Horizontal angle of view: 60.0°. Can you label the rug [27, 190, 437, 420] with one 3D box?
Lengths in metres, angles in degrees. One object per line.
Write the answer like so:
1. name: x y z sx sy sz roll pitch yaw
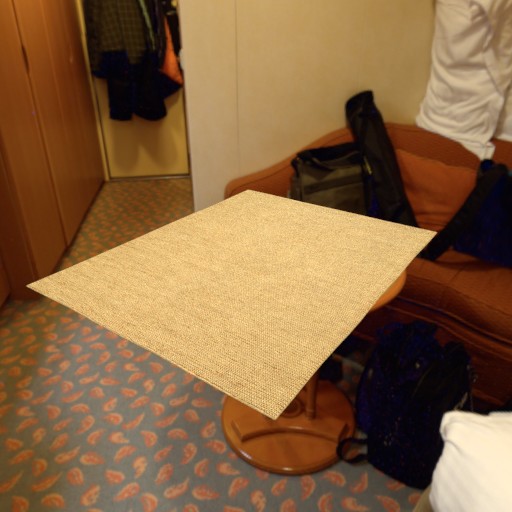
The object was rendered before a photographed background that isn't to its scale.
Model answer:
1. rug: 0.000 0.000 4.066 2.406 0.012 3.034 18 32 31
